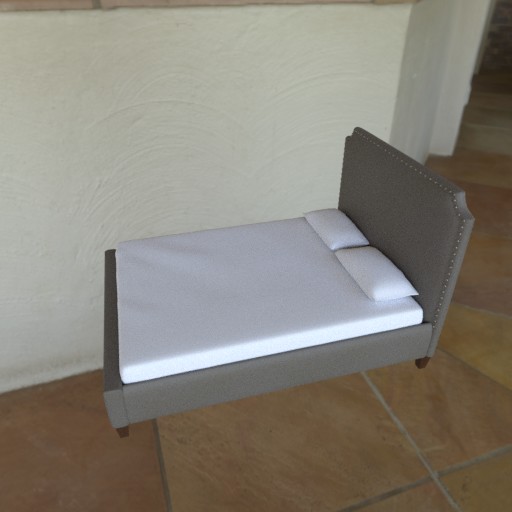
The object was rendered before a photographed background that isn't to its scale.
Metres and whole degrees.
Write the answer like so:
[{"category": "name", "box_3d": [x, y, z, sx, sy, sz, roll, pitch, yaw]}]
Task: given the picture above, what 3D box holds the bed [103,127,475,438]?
[{"category": "bed", "box_3d": [0.000, 0.000, 3.441, 2.372, 1.443, 1.712, -9, 34, -13]}]
